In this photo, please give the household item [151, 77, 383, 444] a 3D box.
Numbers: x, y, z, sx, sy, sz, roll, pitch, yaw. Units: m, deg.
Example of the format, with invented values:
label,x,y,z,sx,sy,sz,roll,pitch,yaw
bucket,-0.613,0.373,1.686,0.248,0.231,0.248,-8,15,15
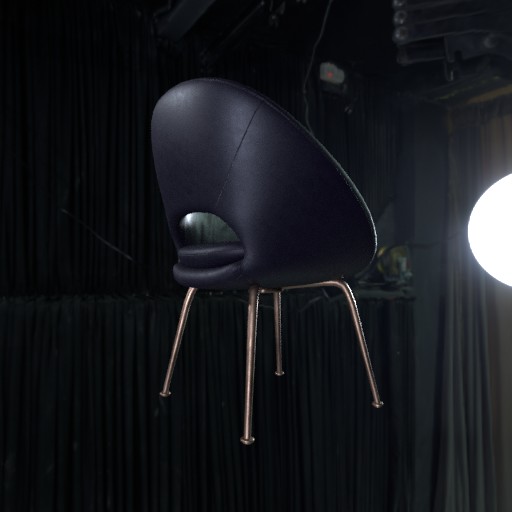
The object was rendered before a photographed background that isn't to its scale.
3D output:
label,x,y,z,sx,sy,sz,roll,pitch,yaw
household item,0.000,0.000,1.283,0.573,0.852,0.623,1,-2,-35
